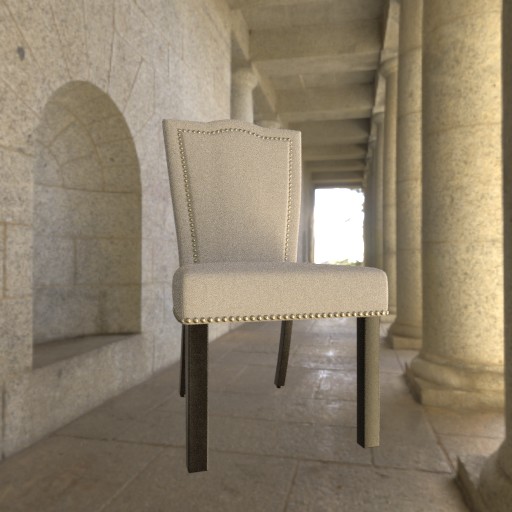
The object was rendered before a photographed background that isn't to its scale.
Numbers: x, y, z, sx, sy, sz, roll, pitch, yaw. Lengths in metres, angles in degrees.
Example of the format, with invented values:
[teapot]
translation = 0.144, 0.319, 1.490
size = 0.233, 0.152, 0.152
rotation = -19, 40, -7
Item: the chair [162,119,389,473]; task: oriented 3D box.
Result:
[chair]
translation = 0.000, 0.000, 1.288
size = 0.518, 0.946, 0.589
rotation = 0, 0, -17
